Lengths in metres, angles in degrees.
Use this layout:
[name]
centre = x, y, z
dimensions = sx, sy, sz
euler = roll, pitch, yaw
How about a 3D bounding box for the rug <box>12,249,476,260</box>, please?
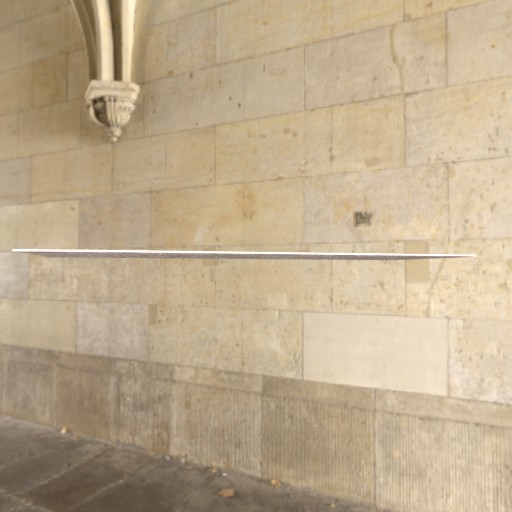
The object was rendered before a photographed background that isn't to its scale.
[rug]
centre = 0.000, 0.000, 2.667
dimensions = 2.452, 0.017, 0.855
euler = 1, -2, -16
